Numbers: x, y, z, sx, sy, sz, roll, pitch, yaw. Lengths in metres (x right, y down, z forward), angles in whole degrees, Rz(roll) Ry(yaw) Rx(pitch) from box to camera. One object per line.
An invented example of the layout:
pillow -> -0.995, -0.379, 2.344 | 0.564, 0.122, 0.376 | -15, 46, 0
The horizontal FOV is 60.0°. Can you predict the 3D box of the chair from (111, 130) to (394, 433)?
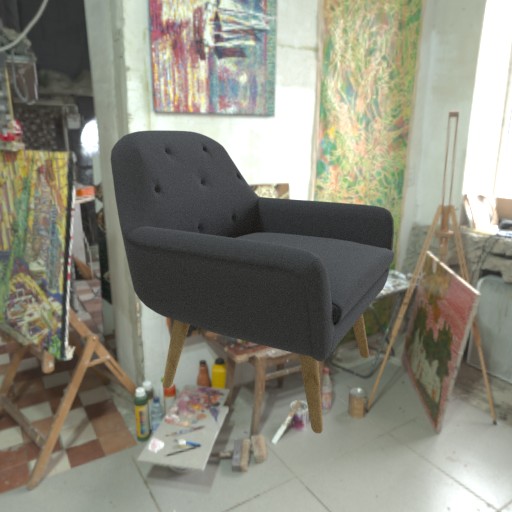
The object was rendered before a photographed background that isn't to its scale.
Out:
chair -> 0.000, 0.000, 1.463 | 0.779, 0.800, 0.770 | 8, 17, 28
